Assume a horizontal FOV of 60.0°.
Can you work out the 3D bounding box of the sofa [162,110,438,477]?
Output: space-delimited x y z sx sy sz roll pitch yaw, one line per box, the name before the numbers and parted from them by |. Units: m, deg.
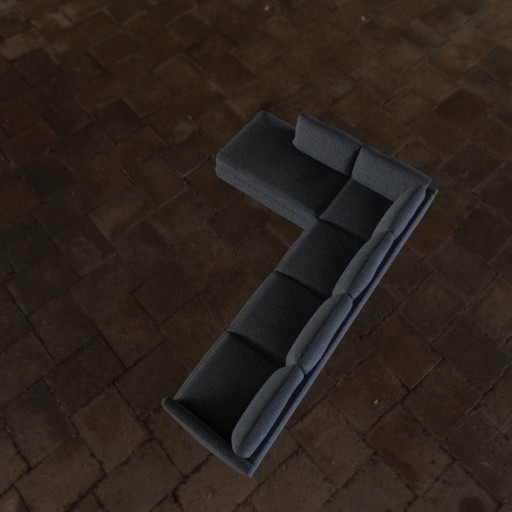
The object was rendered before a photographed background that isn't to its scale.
sofa | 0.000 0.000 3.921 2.007 0.815 2.949 33 67 16
